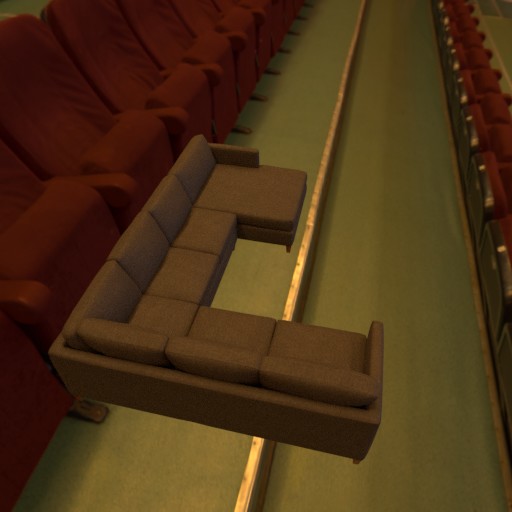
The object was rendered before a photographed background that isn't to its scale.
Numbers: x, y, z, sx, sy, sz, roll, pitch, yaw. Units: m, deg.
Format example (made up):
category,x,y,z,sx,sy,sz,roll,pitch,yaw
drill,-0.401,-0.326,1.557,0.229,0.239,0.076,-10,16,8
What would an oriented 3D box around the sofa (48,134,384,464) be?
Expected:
category,x,y,z,sx,sy,sz,roll,pitch,yaw
sofa,0.000,0.000,4.623,2.594,0.961,3.460,9,44,9
